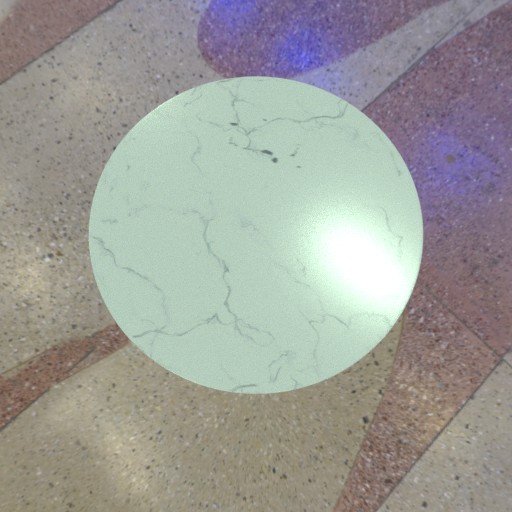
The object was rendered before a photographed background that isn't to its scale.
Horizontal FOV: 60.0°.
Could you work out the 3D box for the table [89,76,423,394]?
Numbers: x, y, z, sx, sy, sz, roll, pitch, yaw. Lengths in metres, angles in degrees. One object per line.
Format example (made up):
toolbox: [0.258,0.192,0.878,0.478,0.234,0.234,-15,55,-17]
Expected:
table: [0.000,0.000,0.867,0.500,0.420,0.500,0,75,0]
